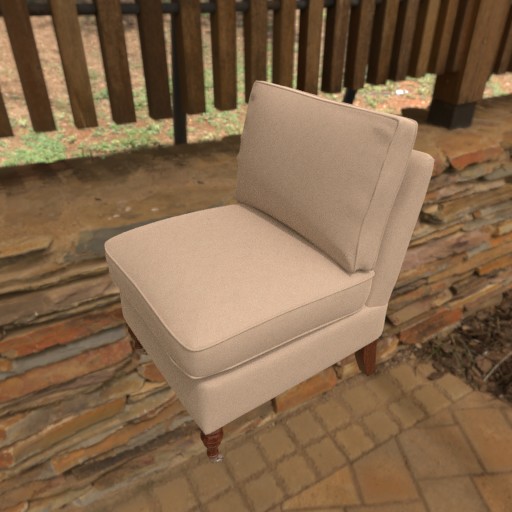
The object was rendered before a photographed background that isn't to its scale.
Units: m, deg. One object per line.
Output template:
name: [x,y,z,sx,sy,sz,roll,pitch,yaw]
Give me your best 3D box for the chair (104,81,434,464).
chair: [0.000,0.000,1.598,0.912,1.052,0.724,-20,37,-29]
